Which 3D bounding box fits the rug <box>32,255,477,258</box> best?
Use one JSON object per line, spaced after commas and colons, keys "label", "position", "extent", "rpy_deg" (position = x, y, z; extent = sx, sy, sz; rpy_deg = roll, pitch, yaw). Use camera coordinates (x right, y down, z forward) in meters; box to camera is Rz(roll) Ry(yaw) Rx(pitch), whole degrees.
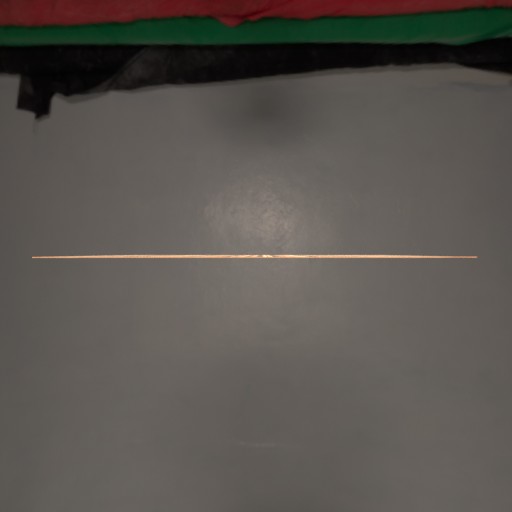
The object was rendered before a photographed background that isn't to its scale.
{"label": "rug", "position": [0.000, 0.000, 4.235], "extent": [3.045, 0.011, 2.436], "rpy_deg": [0, 0, 1]}
